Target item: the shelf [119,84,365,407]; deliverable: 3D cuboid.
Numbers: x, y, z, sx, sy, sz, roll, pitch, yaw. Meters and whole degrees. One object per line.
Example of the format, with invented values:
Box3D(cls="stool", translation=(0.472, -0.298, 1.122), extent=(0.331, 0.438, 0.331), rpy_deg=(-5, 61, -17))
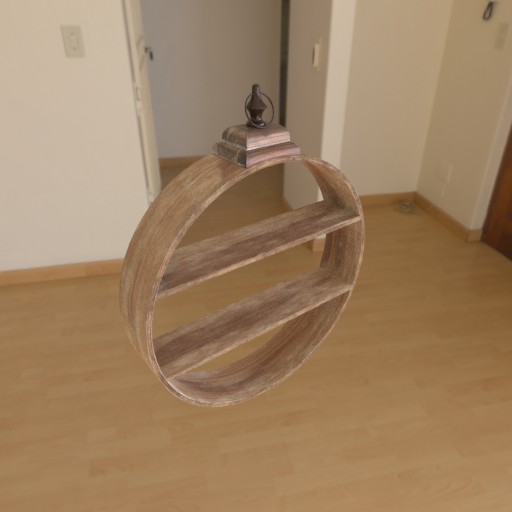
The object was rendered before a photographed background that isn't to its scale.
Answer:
Box3D(cls="shelf", translation=(0.000, 0.000, 0.990), extent=(0.601, 0.725, 0.125), rpy_deg=(-21, 36, -32))
